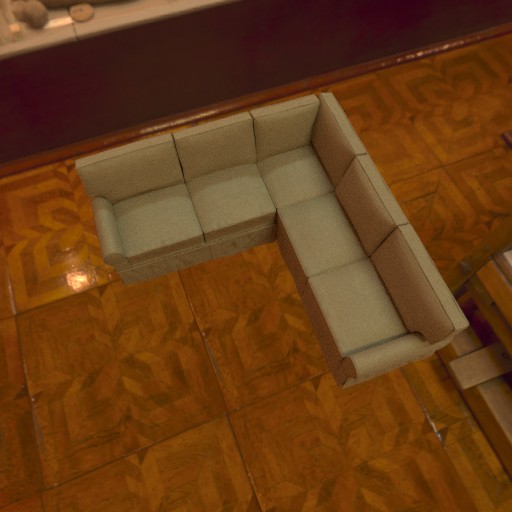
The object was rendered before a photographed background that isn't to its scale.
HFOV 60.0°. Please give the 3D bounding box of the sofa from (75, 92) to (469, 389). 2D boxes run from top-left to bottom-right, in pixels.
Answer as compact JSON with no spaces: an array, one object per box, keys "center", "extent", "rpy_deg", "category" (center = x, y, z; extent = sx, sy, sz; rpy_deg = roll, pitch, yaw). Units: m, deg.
[{"center":[0.000,0.000,4.026],"extent":[2.618,1.081,2.623],"rpy_deg":[-18,65,-9],"category":"sofa"}]
